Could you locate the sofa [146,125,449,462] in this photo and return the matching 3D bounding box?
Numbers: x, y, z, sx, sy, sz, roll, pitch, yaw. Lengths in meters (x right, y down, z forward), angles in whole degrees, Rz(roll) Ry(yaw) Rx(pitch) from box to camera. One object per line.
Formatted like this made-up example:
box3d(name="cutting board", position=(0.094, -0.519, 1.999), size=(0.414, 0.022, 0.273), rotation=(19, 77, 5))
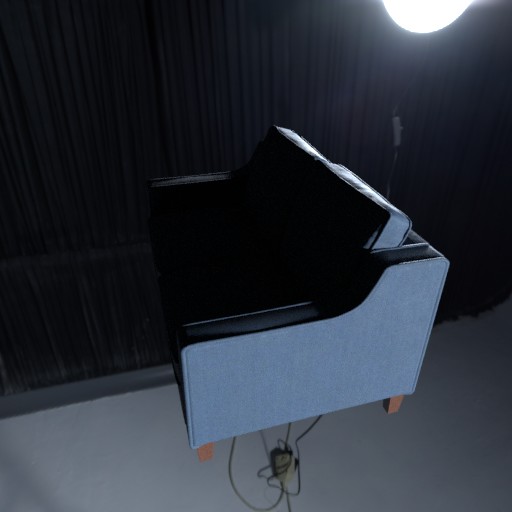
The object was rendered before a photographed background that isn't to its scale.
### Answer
box3d(name="sofa", position=(0.000, 0.000, 2.218), size=(0.987, 0.971, 1.501), rotation=(-9, 32, -14))
